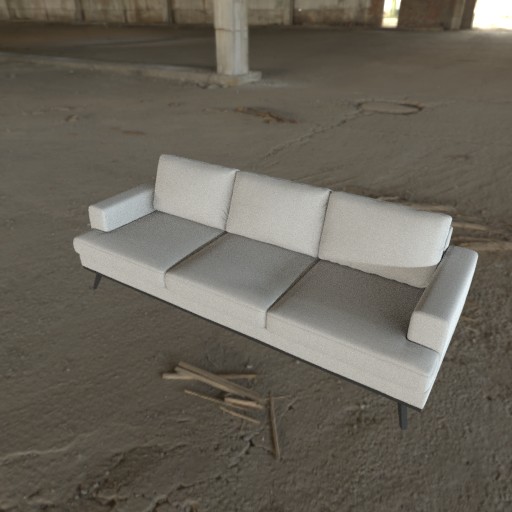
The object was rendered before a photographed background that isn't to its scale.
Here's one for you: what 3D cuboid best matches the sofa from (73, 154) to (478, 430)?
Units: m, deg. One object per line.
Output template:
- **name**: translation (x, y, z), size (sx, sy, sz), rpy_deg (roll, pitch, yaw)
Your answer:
- **sofa**: translation (0.000, 0.000, 2.698), size (2.310, 0.810, 0.920), rpy_deg (18, 34, 28)
